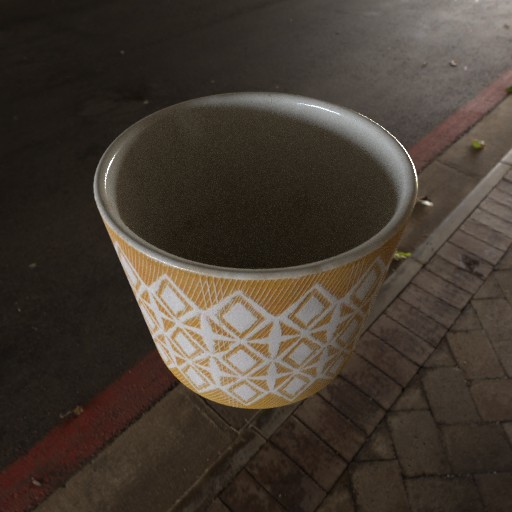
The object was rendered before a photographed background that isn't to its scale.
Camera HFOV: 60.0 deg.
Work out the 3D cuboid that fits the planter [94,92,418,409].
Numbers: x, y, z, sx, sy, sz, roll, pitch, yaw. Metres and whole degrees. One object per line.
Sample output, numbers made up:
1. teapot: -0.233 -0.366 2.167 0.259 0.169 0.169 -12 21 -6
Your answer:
1. planter: 0.000 0.000 0.329 0.193 0.165 0.193 0 45 0
